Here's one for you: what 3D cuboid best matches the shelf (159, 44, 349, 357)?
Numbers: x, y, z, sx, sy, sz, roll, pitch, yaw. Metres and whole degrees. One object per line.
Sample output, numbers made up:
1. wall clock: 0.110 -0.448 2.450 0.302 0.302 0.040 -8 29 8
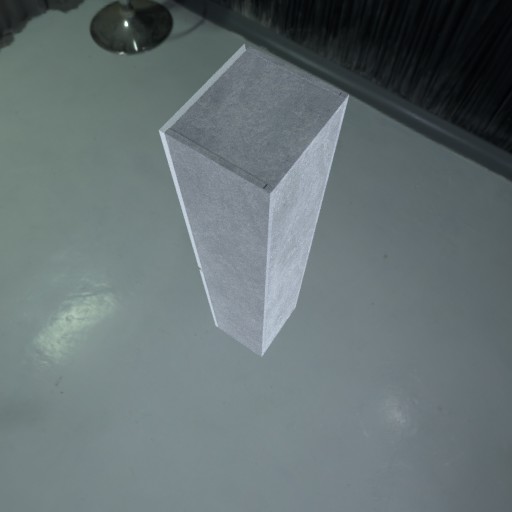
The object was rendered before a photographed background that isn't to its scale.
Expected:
1. shelf: 0.000 0.000 1.547 0.270 1.400 0.300 32 69 14
